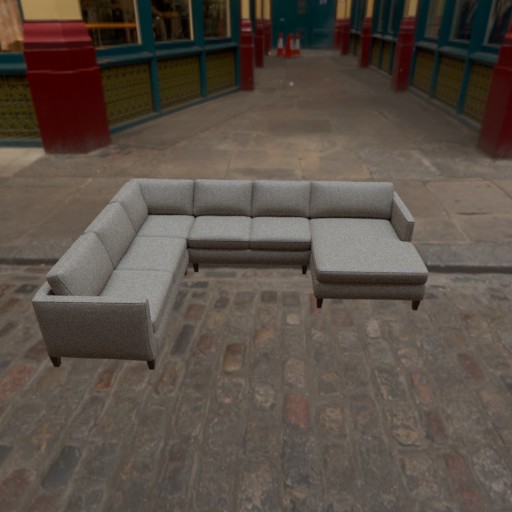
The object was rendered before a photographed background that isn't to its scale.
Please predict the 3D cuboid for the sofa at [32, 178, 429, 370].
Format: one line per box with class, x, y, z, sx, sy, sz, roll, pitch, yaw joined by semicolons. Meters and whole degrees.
sofa;0.000;0.000;4.551;3.403;0.889;2.551;1;29;2
